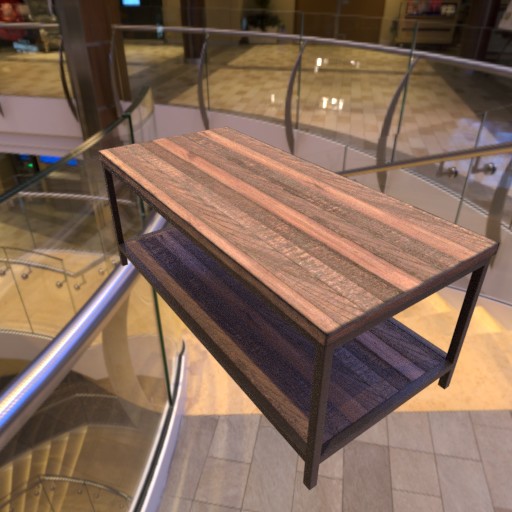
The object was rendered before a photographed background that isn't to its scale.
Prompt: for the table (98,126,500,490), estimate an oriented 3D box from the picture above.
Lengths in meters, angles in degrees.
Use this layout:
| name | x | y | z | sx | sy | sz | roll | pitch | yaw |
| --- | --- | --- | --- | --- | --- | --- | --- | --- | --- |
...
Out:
| name | x | y | z | sx | sy | sz | roll | pitch | yaw |
| --- | --- | --- | --- | --- | --- | --- | --- | --- | --- |
| table | 0.000 | 0.000 | 1.192 | 0.452 | 0.399 | 0.990 | -20 | 37 | -29 |
